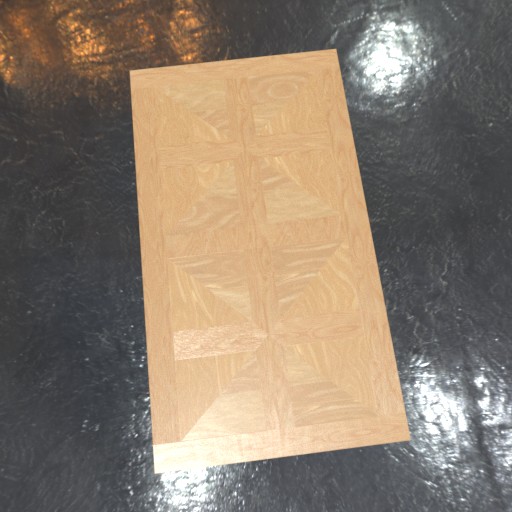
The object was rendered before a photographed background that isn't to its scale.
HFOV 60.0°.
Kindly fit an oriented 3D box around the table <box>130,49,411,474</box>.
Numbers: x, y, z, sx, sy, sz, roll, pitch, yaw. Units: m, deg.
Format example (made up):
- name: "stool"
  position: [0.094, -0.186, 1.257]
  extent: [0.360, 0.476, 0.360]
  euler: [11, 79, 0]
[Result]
- name: "table"
  position: [0.000, 0.000, 1.614]
  extent: [0.711, 0.507, 1.270]
  euler: [-7, 76, -2]
